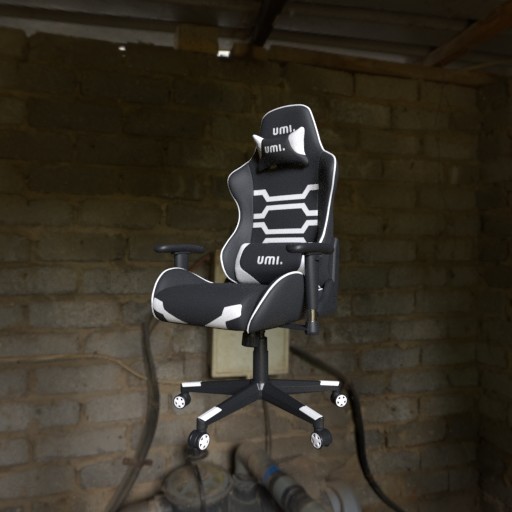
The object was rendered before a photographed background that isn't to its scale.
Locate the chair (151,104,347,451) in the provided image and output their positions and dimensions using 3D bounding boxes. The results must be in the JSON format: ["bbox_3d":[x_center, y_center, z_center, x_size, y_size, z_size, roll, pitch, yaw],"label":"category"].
[{"bbox_3d":[0.000,0.000,1.683,0.700,1.240,0.700,0,1,36],"label":"chair"}]
